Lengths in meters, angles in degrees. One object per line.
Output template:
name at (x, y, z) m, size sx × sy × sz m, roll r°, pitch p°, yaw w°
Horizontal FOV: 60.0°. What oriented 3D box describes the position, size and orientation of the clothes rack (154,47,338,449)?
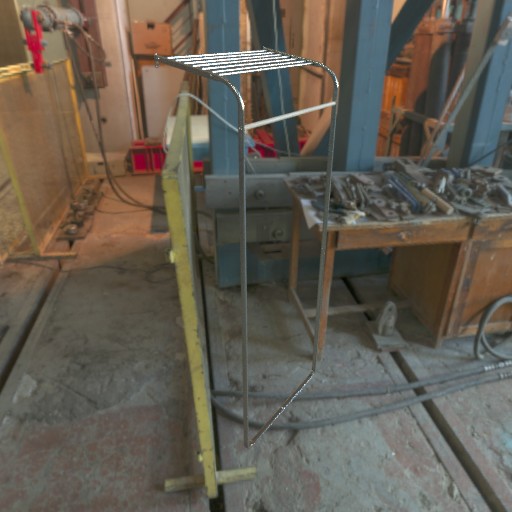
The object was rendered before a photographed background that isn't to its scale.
clothes rack at (0.000, 0.000, 1.878) m, size 0.349 × 1.574 × 0.609 m, roll 19°, pitch 33°, yaw 31°
